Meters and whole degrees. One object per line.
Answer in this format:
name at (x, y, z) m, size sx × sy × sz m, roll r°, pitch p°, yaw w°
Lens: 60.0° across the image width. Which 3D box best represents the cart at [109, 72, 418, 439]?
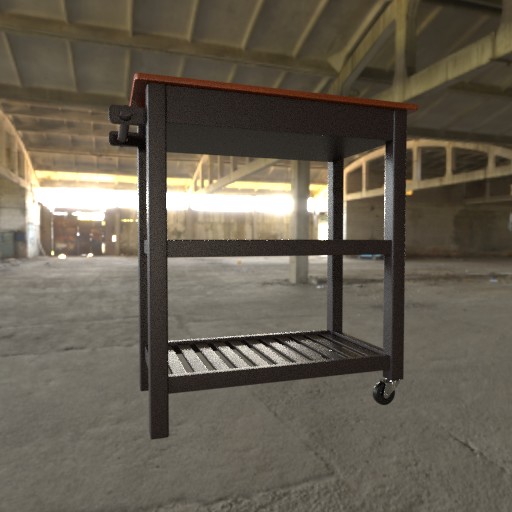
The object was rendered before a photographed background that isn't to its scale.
cart at (0.000, 0.000, 1.440) m, size 0.899 × 0.927 × 0.457 m, roll -1°, pitch 2°, yaw -18°
